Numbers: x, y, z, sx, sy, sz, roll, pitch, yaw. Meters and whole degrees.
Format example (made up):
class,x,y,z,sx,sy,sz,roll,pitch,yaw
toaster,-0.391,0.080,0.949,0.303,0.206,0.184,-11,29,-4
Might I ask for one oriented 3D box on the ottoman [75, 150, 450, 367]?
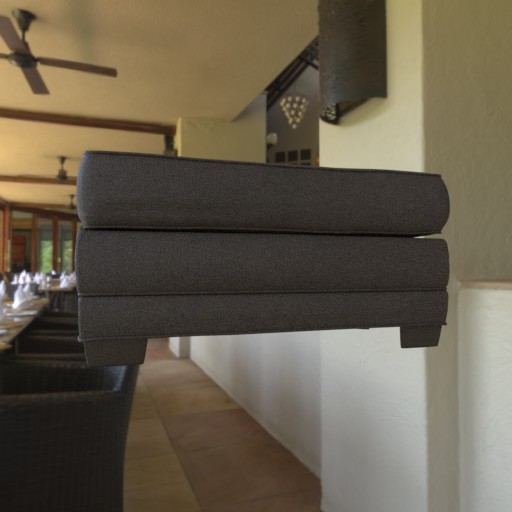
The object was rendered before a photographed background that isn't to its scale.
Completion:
class,x,y,z,sx,sy,sz,roll,pitch,yaw
ottoman,0.000,0.000,1.167,0.864,0.448,0.490,0,-2,-17
